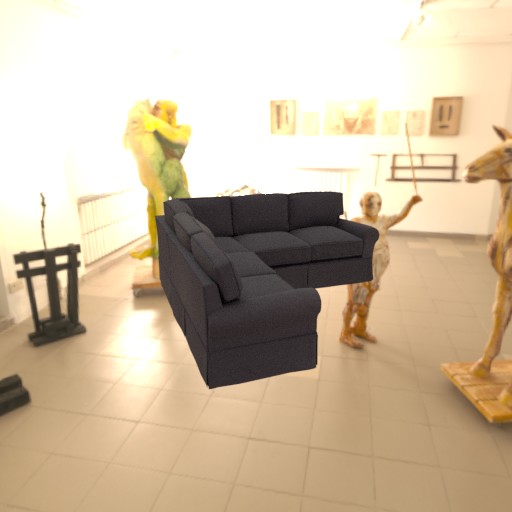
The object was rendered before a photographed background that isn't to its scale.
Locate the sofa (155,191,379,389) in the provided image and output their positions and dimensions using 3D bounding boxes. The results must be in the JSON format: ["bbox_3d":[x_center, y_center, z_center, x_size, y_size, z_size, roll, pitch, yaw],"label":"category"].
[{"bbox_3d":[0.000,0.000,5.122,2.874,1.169,3.773,3,17,11],"label":"sofa"}]
